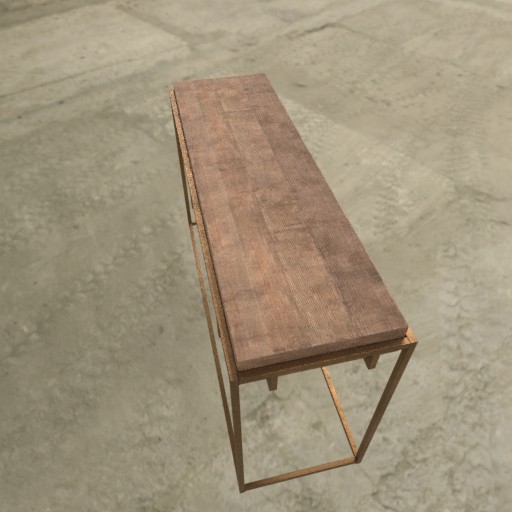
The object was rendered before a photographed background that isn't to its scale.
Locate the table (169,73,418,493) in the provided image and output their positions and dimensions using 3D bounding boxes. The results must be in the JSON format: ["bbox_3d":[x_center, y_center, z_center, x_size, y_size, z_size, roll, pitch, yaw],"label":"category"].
[{"bbox_3d":[0.000,0.000,1.725,0.440,0.820,1.400,-10,47,-9],"label":"table"}]
